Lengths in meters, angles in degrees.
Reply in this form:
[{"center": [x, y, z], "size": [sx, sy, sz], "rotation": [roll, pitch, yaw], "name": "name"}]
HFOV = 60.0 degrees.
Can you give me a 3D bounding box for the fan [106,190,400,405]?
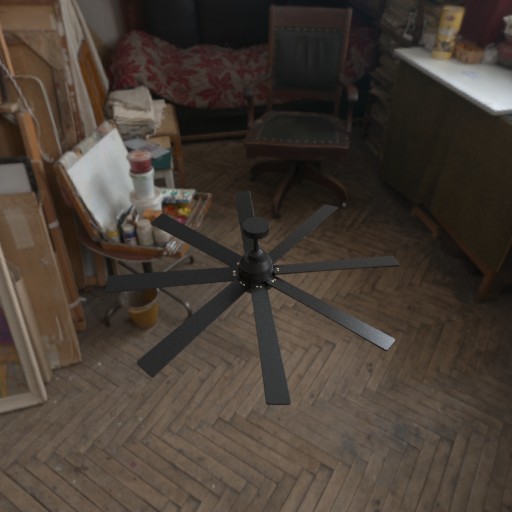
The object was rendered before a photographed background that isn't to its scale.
[{"center": [0.000, 0.000, 2.689], "size": [1.830, 0.472, 1.830], "rotation": [27, 48, 28], "name": "fan"}]
